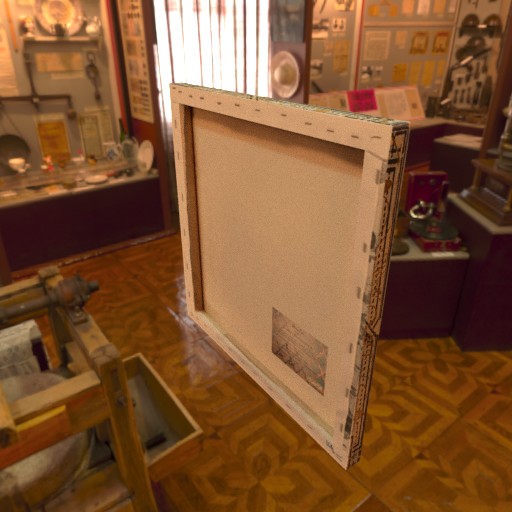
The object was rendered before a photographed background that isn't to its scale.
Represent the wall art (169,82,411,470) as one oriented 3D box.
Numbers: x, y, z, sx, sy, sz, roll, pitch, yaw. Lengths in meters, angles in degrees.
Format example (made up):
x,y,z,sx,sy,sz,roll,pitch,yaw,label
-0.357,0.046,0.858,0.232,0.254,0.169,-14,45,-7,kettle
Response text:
x,y,z,sx,sy,sz,roll,pitch,yaw,label
0.000,0.000,0.891,0.036,0.607,0.609,-18,32,-31,wall art
